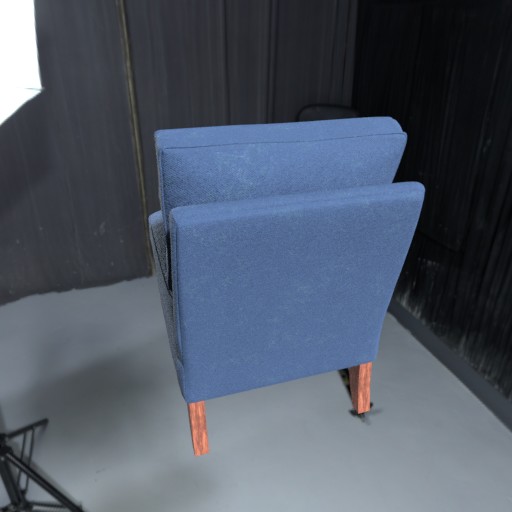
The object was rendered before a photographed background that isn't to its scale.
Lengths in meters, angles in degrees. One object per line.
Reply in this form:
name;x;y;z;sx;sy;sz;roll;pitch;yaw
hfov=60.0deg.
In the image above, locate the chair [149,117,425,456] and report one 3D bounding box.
chair;0.000;0.000;1.651;0.724;1.052;0.912;-8;28;-16
